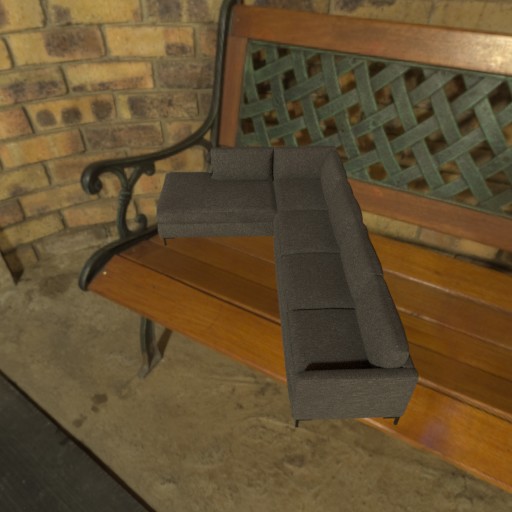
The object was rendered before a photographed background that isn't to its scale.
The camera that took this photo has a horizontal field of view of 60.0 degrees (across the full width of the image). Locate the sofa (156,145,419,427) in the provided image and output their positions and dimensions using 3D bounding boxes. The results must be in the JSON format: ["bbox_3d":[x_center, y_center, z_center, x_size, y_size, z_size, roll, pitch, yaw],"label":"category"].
[{"bbox_3d":[0.000,0.000,4.019,2.007,0.815,2.949,-1,41,-1],"label":"sofa"}]
